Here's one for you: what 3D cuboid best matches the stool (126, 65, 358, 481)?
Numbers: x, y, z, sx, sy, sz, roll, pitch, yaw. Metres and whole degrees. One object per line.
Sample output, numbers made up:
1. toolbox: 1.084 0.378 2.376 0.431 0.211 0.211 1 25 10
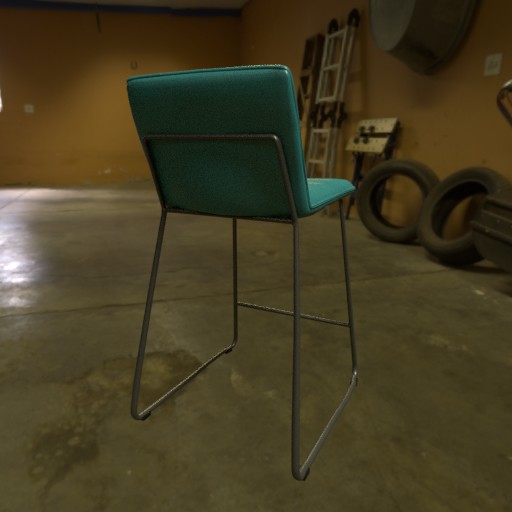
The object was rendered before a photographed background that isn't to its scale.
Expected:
1. stool: 0.000 0.000 1.179 0.489 0.866 0.524 8 17 27
